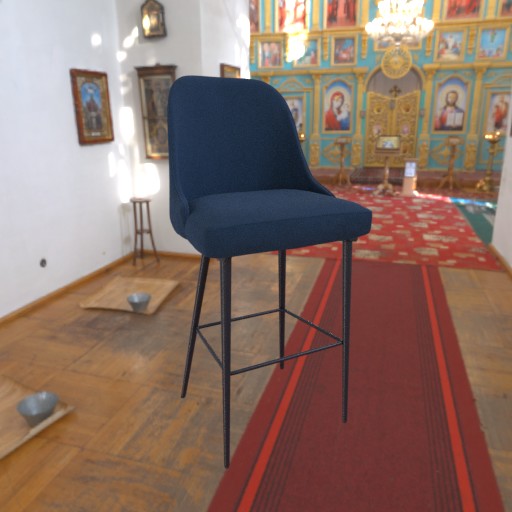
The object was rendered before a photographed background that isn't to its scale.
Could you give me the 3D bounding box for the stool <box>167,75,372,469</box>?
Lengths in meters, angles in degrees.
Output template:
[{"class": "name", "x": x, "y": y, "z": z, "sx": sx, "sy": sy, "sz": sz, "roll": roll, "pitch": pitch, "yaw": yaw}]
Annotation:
[{"class": "stool", "x": 0.000, "y": 0.000, "z": 1.375, "sx": 0.527, "sy": 1.079, "sz": 0.489, "roll": -8, "pitch": 18, "yaw": -27}]
